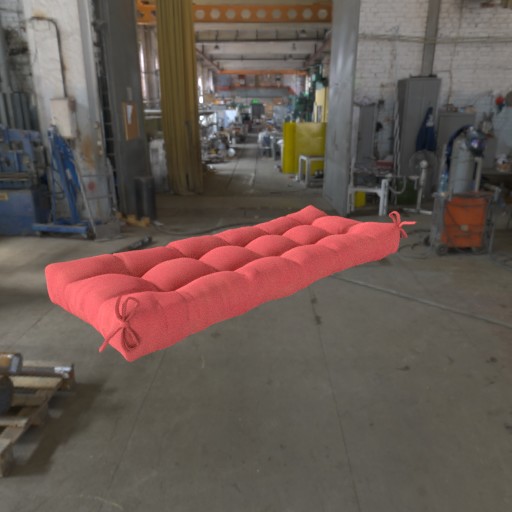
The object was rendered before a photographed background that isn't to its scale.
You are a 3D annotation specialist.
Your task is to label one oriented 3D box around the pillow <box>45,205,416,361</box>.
[{"bbox_3d":[0.000,0.000,1.388,1.194,0.174,0.511,-17,25,-41],"label":"pillow"}]
